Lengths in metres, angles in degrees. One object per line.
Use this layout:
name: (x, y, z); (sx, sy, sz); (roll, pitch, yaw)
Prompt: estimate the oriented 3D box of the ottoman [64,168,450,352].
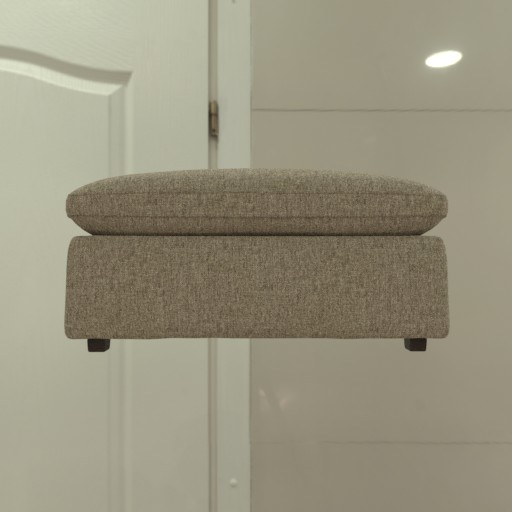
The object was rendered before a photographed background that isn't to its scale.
ottoman: (0.000, 0.000, 1.640); (1.039, 0.526, 1.035); (0, -1, -1)
